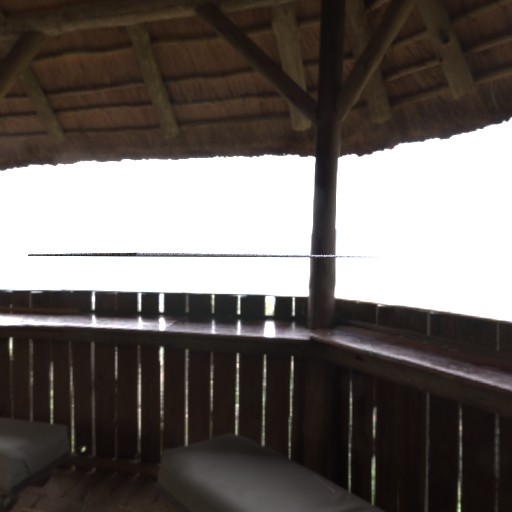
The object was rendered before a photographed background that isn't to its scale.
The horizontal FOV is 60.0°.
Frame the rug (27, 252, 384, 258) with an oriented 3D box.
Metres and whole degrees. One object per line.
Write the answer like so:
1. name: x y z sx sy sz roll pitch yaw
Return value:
1. rug: 0.000 0.000 2.041 0.553 0.012 1.827 0 -1 36
